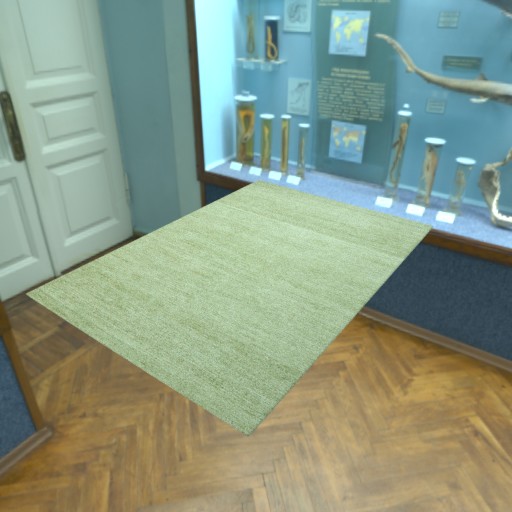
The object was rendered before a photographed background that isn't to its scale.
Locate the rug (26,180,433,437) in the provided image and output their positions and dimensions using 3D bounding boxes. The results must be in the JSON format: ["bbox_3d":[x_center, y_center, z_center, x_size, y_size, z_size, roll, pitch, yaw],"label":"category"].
[{"bbox_3d":[0.000,0.000,2.915,1.606,0.017,2.270,20,36,31],"label":"rug"}]
